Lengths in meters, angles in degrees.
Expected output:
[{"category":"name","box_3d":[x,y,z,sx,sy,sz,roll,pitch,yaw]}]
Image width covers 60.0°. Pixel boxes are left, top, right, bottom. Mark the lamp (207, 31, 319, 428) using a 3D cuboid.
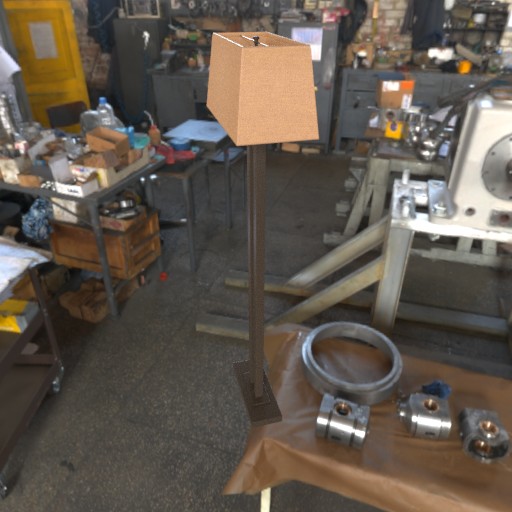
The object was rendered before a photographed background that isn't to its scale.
[{"category":"lamp","box_3d":[0.000,0.000,1.649,0.233,1.469,0.475,-8,32,-13]}]
